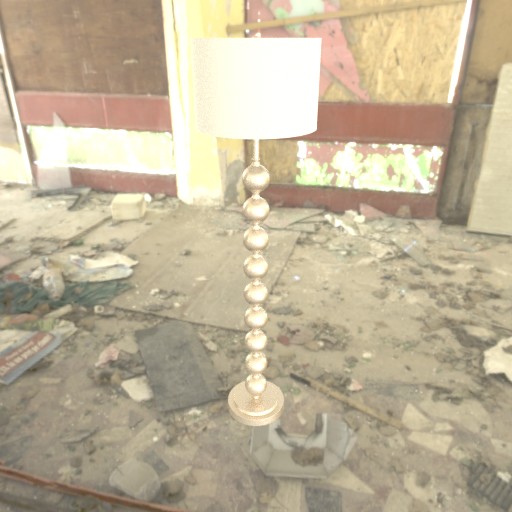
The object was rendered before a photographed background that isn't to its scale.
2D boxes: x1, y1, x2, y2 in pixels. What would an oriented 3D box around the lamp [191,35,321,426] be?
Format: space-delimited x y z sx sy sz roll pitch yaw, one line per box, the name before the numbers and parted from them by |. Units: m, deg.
lamp | 0.000 0.000 1.655 0.394 1.474 0.394 17 31 31
